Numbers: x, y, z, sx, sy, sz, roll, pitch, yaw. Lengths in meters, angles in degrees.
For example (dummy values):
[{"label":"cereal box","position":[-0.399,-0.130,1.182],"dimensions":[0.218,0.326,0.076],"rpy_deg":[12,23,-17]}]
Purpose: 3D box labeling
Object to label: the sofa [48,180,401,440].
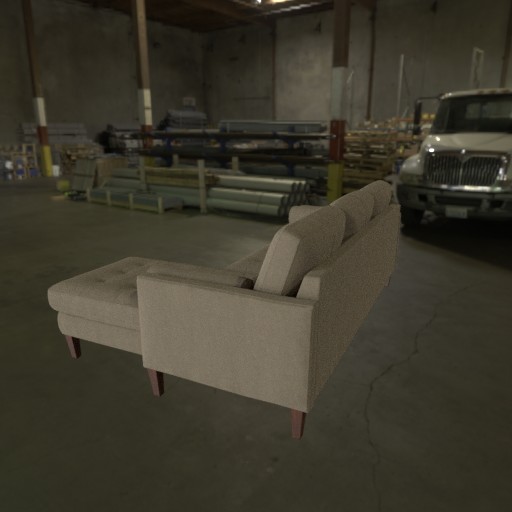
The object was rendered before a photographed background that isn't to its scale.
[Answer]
[{"label":"sofa","position":[0.000,0.000,2.908],"dimensions":[1.506,0.875,2.178],"rpy_deg":[7,17,25]}]
